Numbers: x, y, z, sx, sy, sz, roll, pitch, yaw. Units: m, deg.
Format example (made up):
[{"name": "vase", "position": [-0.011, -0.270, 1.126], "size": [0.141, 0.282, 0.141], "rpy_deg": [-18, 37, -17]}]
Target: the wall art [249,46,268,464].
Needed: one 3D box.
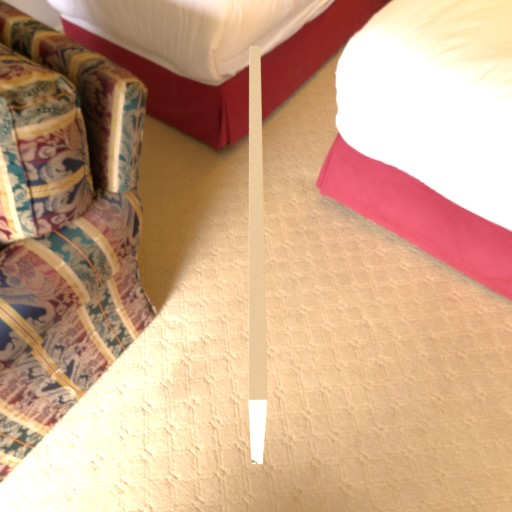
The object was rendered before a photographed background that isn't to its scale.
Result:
[{"name": "wall art", "position": [0.000, 0.000, 1.460], "size": [0.038, 0.767, 1.144], "rpy_deg": [0, 57, 0]}]
